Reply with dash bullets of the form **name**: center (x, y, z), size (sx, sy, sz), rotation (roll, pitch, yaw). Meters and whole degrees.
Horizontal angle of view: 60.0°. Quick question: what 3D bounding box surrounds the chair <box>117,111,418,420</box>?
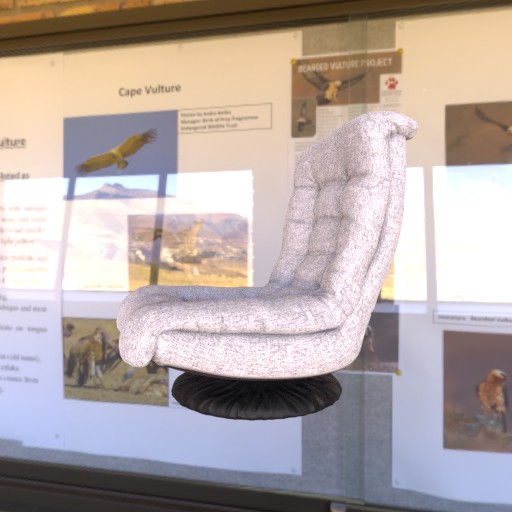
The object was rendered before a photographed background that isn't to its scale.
- **chair**: center (0.000, 0.000, 0.967), size (0.583, 0.600, 0.400), rotation (0, 1, -20)
